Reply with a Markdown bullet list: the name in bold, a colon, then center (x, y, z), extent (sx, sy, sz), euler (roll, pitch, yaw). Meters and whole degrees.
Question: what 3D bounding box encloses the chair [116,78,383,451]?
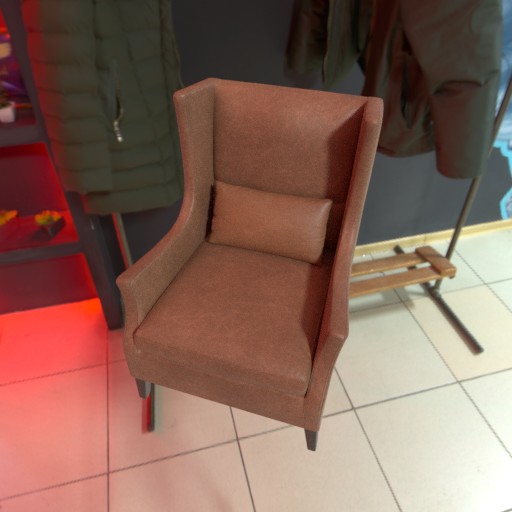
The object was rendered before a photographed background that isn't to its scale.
- **chair**: center (0.000, 0.000, 1.743), extent (0.815, 1.088, 0.913), euler (12, 43, 13)
